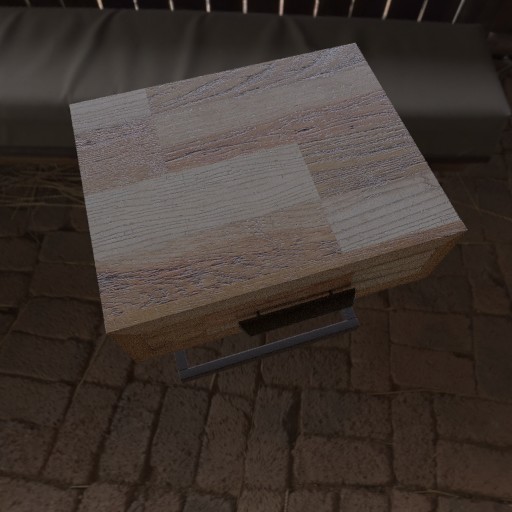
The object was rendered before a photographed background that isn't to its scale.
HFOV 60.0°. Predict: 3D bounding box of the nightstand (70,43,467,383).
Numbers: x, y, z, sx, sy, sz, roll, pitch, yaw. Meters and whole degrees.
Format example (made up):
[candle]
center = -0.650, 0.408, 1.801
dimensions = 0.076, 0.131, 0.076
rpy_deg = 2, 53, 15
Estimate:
[nightstand]
center = 0.000, 0.000, 1.015
dimensions = 0.558, 0.632, 0.481
rpy_deg = -15, 65, -7
